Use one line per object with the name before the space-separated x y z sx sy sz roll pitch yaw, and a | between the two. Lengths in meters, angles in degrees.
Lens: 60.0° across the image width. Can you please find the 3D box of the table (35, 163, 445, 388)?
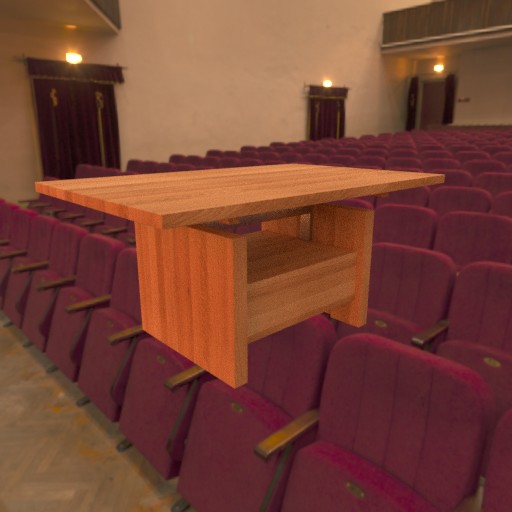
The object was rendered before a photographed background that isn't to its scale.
table | 0.000 0.000 1.464 1.100 0.510 0.700 -14 21 -41
